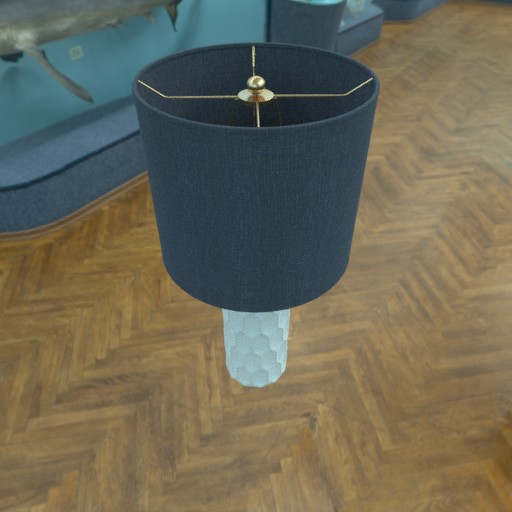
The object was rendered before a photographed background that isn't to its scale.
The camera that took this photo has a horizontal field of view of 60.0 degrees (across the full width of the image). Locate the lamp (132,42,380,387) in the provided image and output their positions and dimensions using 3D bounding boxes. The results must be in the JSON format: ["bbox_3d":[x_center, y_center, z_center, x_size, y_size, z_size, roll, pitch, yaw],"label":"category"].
[{"bbox_3d":[0.000,0.000,0.678,0.277,0.537,0.277,26,47,27],"label":"lamp"}]
